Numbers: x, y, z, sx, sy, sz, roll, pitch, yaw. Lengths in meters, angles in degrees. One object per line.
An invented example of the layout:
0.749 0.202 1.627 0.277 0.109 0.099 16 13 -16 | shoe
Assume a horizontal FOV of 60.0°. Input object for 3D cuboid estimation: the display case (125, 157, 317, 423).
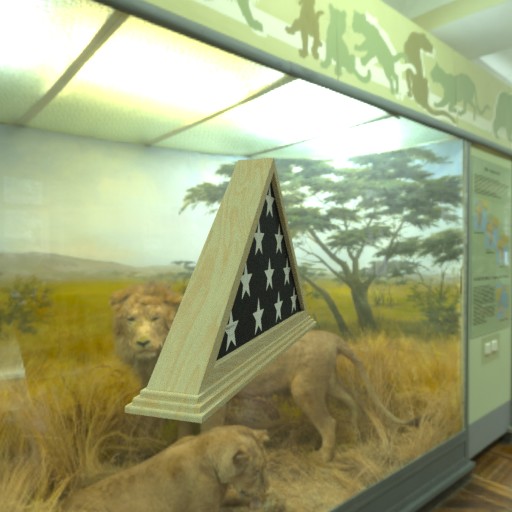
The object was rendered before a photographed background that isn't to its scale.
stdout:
0.000 0.000 0.779 0.095 0.340 0.640 0 1 18 | display case
